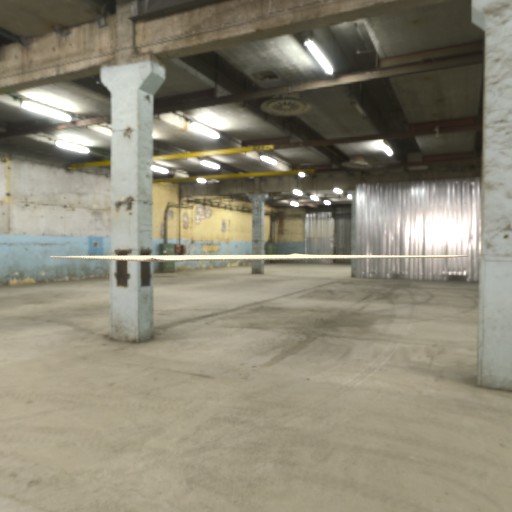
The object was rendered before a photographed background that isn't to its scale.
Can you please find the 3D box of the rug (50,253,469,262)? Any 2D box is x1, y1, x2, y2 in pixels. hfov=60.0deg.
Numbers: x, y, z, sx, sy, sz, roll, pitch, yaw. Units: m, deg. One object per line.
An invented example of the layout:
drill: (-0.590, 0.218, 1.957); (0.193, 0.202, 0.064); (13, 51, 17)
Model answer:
rug: (0.000, 0.000, 3.880); (2.897, 0.035, 2.277); (0, 1, -36)
